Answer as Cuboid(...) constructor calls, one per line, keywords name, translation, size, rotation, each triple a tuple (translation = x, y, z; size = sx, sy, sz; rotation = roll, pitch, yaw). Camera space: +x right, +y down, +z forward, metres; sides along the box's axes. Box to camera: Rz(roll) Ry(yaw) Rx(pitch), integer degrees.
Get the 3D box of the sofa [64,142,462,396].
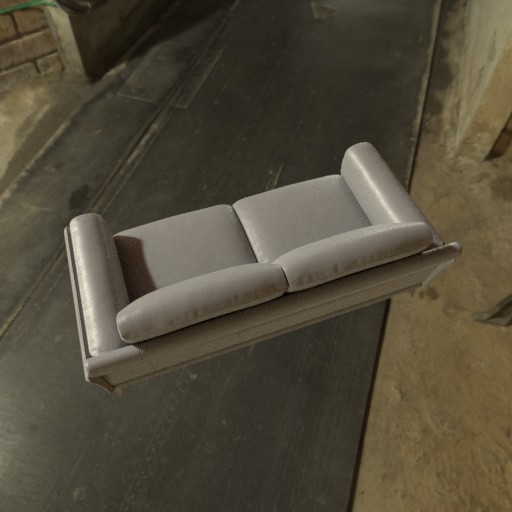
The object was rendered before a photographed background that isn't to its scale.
Cuboid(name="sofa", translation=(0.000, 0.000, 2.686), size=(2.101, 0.930, 1.049), rotation=(-17, 58, -11))
